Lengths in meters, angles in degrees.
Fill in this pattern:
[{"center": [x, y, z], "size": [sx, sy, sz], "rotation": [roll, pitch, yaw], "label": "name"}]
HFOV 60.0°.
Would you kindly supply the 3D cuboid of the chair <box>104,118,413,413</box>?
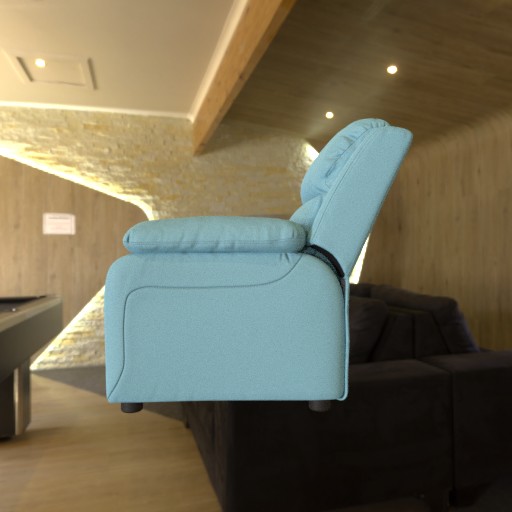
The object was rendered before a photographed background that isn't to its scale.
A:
[{"center": [0.000, 0.000, 1.260], "size": [0.709, 0.702, 0.680], "rotation": [0, -1, 0], "label": "chair"}]
